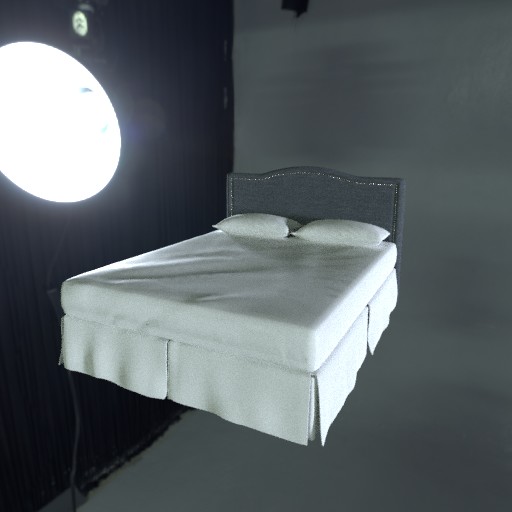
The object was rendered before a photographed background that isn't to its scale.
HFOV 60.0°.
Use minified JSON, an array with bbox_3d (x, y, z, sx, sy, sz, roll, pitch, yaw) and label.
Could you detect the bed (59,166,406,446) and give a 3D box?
[{"bbox_3d":[0.000,0.000,3.941,2.161,1.457,2.689,7,16,26],"label":"bed"}]
